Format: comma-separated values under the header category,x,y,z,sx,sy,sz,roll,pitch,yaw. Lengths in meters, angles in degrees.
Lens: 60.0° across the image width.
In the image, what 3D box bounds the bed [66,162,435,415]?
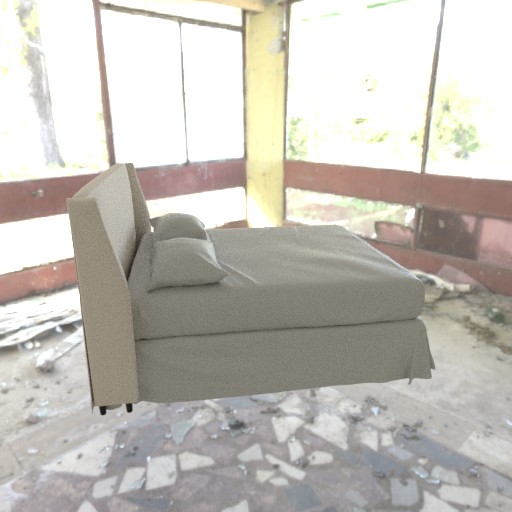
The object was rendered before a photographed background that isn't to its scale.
category,x,y,z,sx,sy,sz,roll,pitch,yaw
bed,0.000,0.000,3.486,2.276,1.332,1.925,-3,18,-9
